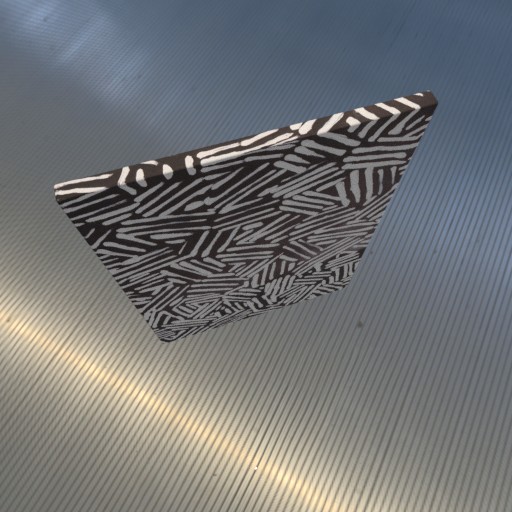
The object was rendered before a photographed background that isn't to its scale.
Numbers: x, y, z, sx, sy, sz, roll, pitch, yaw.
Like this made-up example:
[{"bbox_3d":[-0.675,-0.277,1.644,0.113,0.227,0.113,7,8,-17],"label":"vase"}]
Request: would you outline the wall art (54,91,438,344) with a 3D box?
[{"bbox_3d":[0.000,0.000,1.308,0.765,1.017,0.038,-16,66,-8],"label":"wall art"}]
